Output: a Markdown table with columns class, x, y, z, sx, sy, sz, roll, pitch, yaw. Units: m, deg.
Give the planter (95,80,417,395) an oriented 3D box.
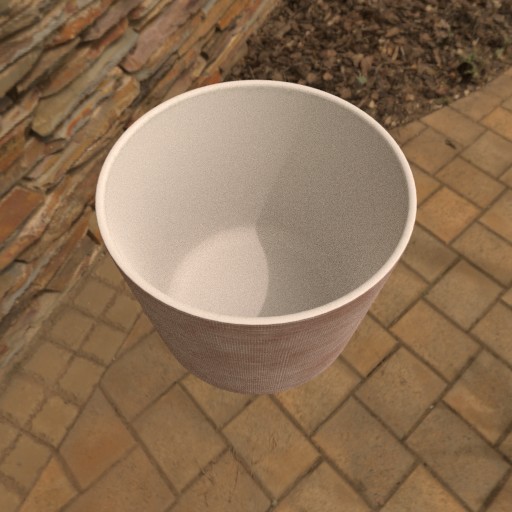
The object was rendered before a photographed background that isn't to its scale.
| class | x | y | z | sx | sy | sz | roll | pitch | yaw |
| --- | --- | --- | --- | --- | --- | --- | --- | --- | --- |
| planter | 0.000 | 0.000 | 0.783 | 0.440 | 0.398 | 0.440 | 0 | 57 | 0 |
